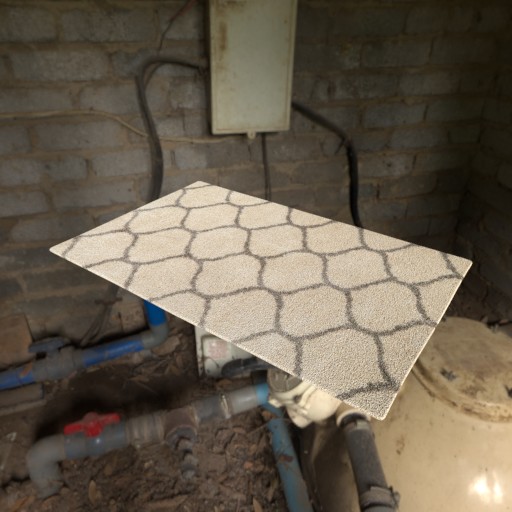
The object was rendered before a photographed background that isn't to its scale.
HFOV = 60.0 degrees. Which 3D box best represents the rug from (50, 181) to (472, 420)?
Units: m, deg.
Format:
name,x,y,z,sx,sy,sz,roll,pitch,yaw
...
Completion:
name,x,y,z,sx,sy,sz,roll,pitch,yaw
rug,0.000,0.000,2.906,2.348,0.024,1.501,21,37,30
